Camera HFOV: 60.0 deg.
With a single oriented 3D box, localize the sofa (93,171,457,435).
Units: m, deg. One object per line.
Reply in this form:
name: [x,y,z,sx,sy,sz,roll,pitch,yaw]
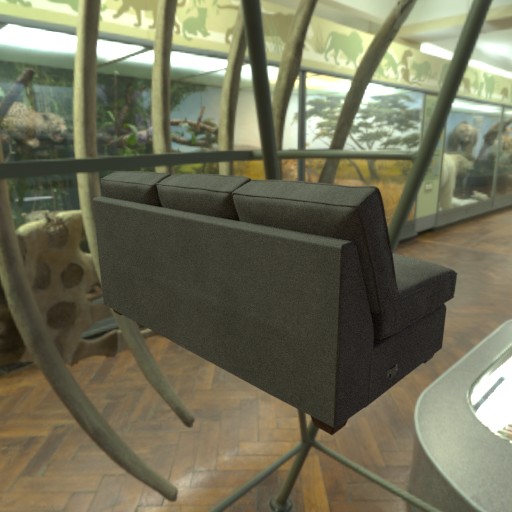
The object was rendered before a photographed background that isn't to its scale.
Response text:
sofa: [0.000,0.000,2.568,1.027,0.973,1.962,-14,20,-43]
